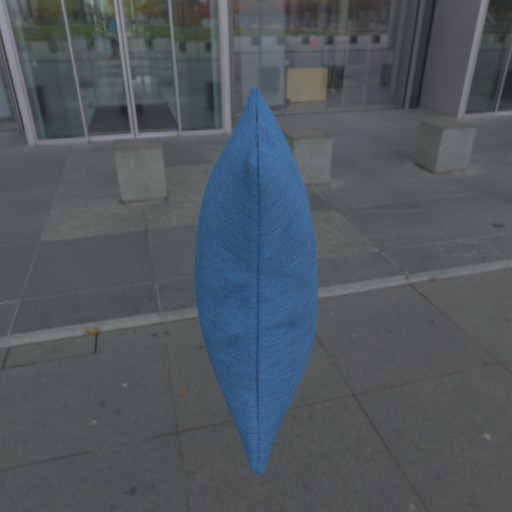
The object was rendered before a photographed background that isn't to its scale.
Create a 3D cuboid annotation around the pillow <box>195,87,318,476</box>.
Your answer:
[{"bbox_3d":[0.000,0.000,0.656,0.177,0.420,0.437,0,28,0],"label":"pillow"}]
